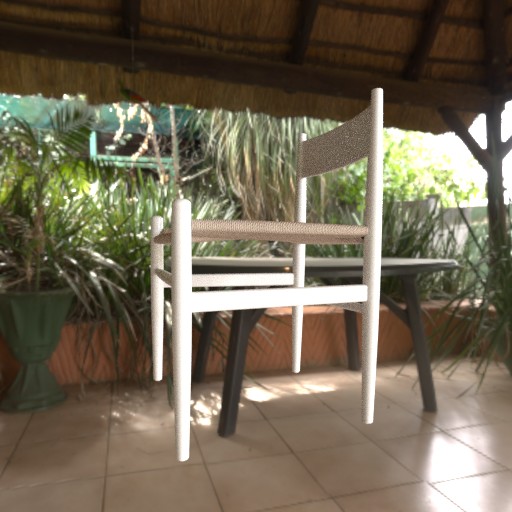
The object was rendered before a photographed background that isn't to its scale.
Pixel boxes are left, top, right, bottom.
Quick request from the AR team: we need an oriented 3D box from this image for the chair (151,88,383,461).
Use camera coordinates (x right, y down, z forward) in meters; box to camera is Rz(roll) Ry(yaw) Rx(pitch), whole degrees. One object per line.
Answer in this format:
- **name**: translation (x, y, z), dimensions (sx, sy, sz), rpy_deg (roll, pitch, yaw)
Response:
- **chair**: translation (0.000, 0.000, 1.149), dimensions (0.495, 0.762, 0.556), rpy_deg (0, 2, -18)
